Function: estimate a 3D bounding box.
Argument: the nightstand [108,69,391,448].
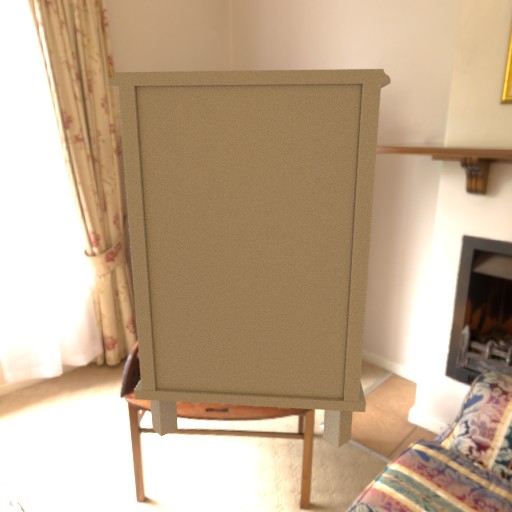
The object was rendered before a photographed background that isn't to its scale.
[{"bbox_3d":[0.000,0.000,0.931,0.435,0.680,0.348,1,16,5],"label":"nightstand"}]
